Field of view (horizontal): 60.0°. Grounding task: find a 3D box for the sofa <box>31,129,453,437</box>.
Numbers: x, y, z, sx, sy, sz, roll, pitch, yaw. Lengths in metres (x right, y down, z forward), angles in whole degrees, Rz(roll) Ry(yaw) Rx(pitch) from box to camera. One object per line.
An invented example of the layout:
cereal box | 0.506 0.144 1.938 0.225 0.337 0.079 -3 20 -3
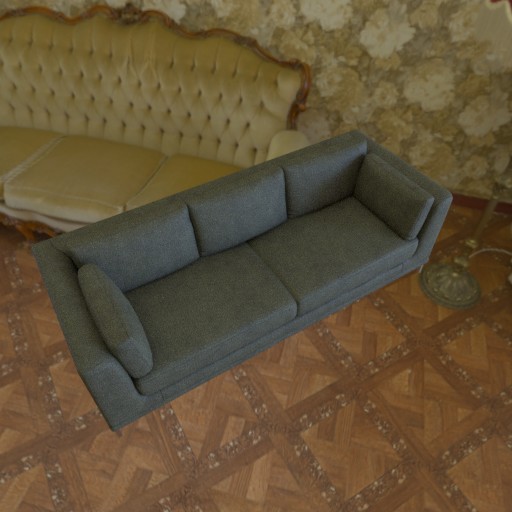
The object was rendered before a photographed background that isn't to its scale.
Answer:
sofa | 0.000 0.000 2.893 2.415 0.867 0.969 -24 51 -21
